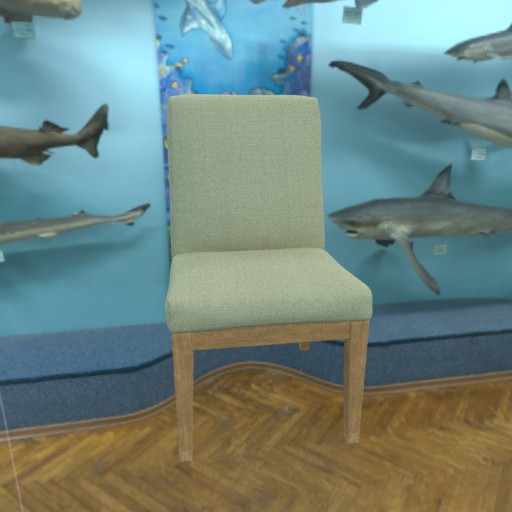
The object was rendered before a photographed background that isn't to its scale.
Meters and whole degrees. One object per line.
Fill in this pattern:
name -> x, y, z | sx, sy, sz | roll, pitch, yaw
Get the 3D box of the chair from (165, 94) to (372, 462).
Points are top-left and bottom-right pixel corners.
chair -> 0.000, 0.000, 1.290 | 0.507, 0.911, 0.586 | -3, 17, -8
